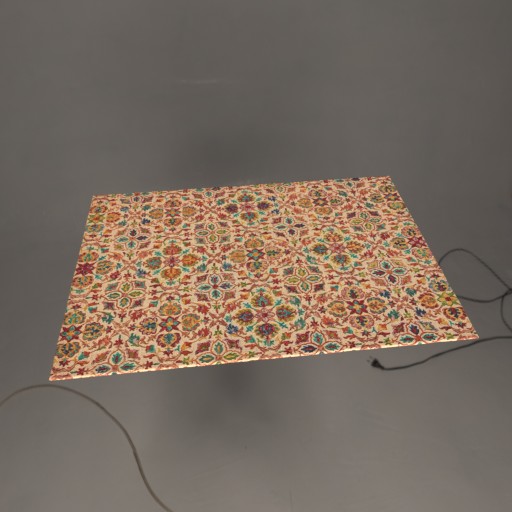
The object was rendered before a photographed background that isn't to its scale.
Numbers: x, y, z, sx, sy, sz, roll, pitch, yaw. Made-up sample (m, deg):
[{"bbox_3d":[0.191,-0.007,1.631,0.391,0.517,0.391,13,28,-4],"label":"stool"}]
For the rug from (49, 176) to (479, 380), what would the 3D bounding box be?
[{"bbox_3d":[0.000,0.000,2.886,2.297,0.018,1.541,-5,45,-5],"label":"rug"}]
